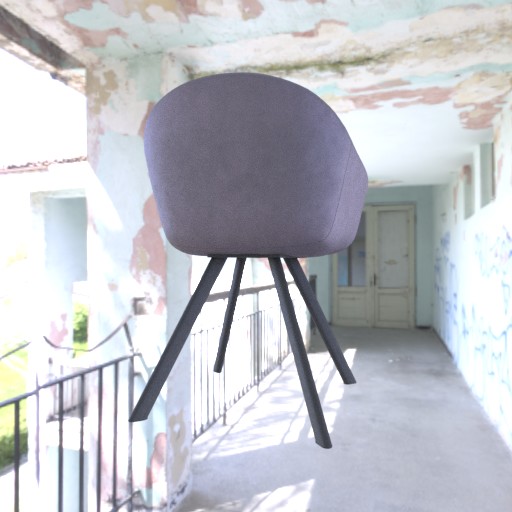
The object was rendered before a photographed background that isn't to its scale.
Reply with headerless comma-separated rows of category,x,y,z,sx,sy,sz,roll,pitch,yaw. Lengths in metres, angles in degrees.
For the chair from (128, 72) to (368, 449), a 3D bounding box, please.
chair,0.000,0.000,1.198,0.567,0.781,0.544,0,0,18
